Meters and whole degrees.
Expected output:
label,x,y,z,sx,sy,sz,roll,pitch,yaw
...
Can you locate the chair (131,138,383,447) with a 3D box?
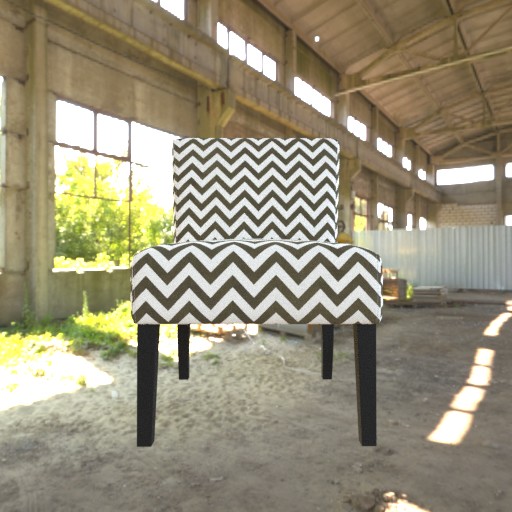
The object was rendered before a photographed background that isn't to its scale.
label,x,y,z,sx,sy,sz,roll,pitch,yaw
chair,0.000,0.000,1.269,0.589,0.838,0.648,0,-1,0
